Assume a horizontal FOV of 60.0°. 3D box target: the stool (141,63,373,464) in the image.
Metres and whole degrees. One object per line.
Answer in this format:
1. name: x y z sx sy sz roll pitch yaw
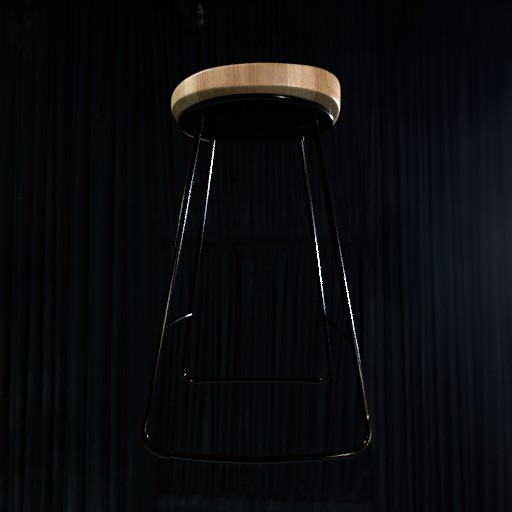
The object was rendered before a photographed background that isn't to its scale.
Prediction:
1. stool: 0.000 0.000 0.960 0.401 0.679 0.480 0 0 0
